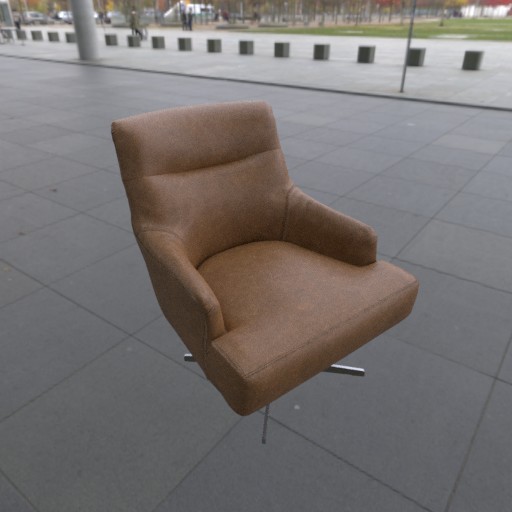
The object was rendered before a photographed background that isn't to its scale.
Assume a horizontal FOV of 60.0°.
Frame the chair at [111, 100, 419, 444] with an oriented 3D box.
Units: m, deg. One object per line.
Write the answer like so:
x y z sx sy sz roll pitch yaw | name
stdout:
0.000 0.000 1.512 0.729 0.869 0.874 -21 35 -33 | chair
